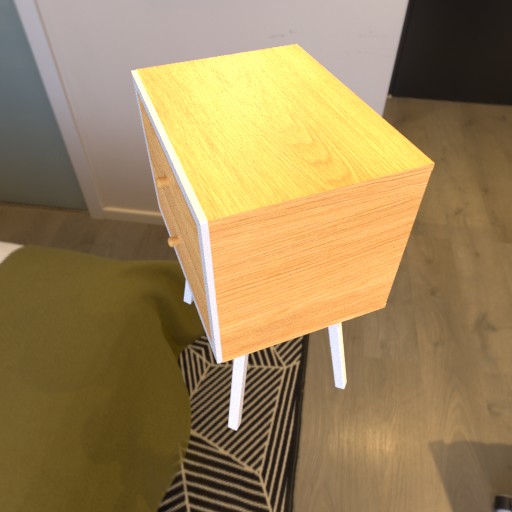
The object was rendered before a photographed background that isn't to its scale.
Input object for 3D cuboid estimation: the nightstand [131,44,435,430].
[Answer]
[{"bbox_3d":[0.000,0.000,0.852,0.316,0.601,0.400,-16,48,-15],"label":"nightstand"}]
